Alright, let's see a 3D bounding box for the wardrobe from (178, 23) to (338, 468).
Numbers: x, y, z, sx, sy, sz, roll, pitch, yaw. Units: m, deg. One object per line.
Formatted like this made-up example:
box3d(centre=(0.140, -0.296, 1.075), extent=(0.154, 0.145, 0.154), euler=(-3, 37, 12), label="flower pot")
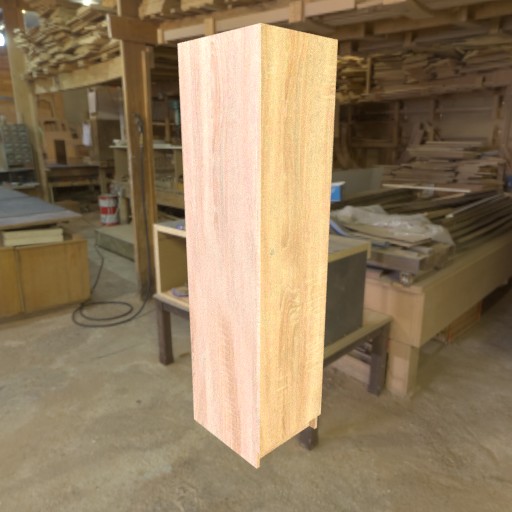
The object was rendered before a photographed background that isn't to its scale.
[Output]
box3d(centre=(0.000, 0.000, 2.396), extent=(0.496, 2.117, 0.588), euler=(-14, 21, -41), label="wardrobe")
